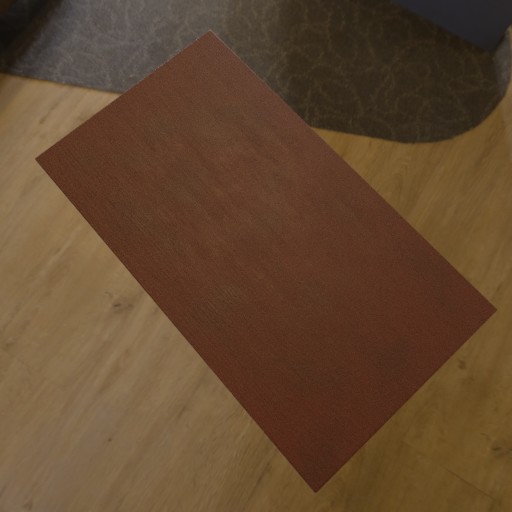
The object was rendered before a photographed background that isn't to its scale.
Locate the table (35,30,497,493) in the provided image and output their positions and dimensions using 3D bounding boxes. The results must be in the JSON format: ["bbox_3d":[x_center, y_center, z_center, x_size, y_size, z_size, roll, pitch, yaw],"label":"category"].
[{"bbox_3d":[0.000,0.000,1.200,0.533,0.456,0.943,-41,79,-9],"label":"table"}]
